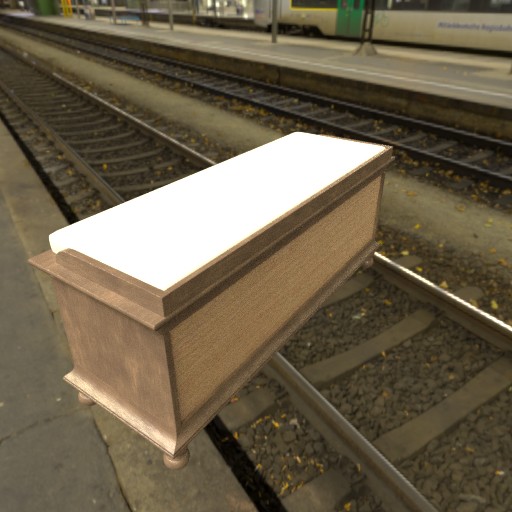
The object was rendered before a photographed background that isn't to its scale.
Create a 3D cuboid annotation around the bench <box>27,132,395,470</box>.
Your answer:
[{"bbox_3d":[0.000,0.000,1.399,0.402,0.501,1.185,20,36,30],"label":"bench"}]
